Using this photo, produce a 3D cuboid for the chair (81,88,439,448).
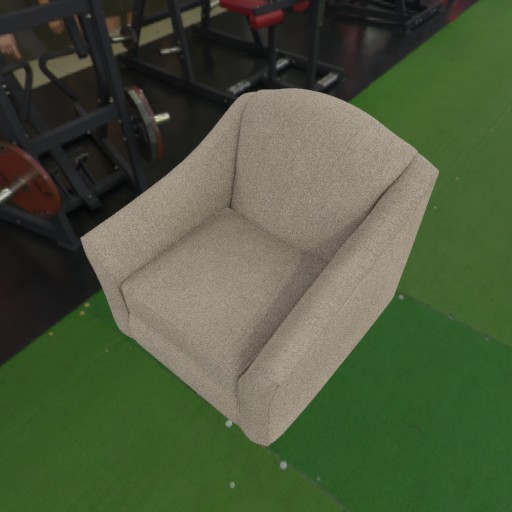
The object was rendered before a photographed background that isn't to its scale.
[{"bbox_3d":[0.000,0.000,1.458,0.763,0.839,0.787,31,53,26],"label":"chair"}]
